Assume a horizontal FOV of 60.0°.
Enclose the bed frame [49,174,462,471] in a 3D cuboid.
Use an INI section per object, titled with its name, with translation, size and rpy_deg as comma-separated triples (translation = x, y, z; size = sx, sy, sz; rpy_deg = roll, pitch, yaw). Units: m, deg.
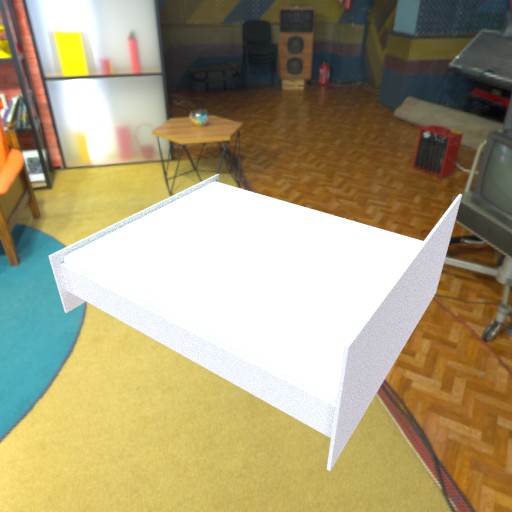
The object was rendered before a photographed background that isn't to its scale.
[bed frame]
translation = 0.000, 0.000, 2.989
size = 2.060, 0.800, 1.720
rpy_deg = 20, 37, 29
